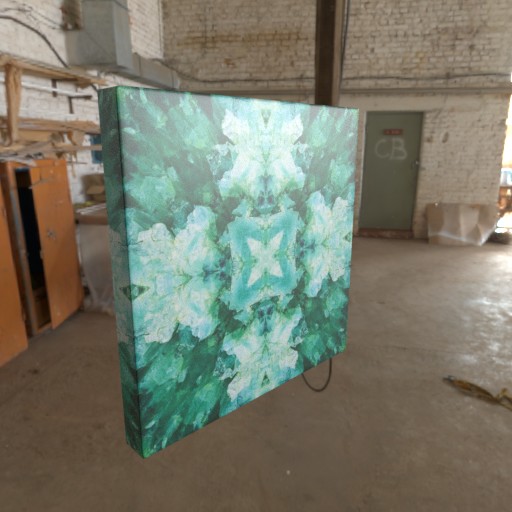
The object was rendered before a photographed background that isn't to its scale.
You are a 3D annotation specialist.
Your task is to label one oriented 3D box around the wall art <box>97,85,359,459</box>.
[{"bbox_3d":[0.000,0.000,0.472,0.313,0.313,0.033,-13,19,-43],"label":"wall art"}]
